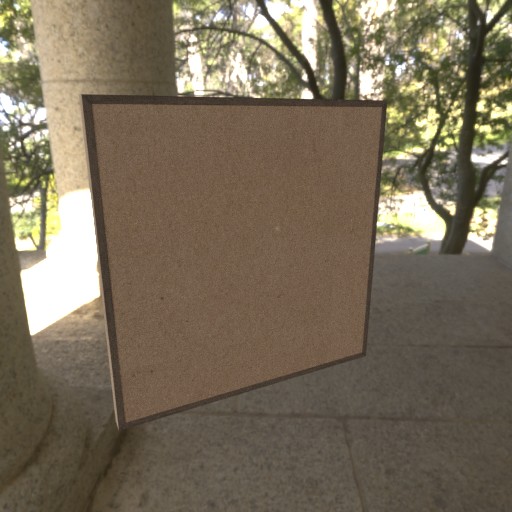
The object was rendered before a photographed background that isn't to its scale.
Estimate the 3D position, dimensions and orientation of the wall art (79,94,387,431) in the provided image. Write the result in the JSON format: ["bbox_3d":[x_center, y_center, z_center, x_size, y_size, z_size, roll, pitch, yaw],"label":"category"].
[{"bbox_3d":[0.000,0.000,1.135,0.762,0.762,0.038,-9,20,-26],"label":"wall art"}]
